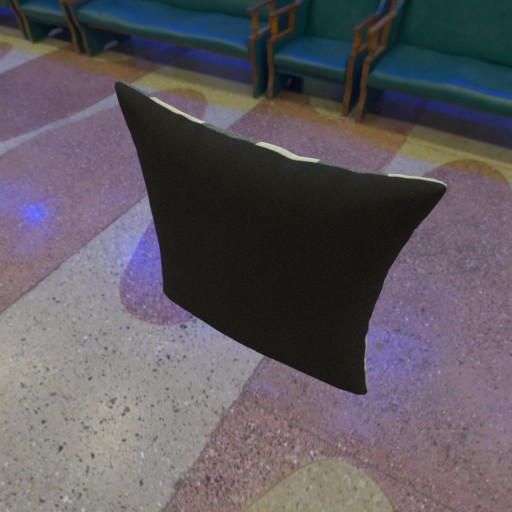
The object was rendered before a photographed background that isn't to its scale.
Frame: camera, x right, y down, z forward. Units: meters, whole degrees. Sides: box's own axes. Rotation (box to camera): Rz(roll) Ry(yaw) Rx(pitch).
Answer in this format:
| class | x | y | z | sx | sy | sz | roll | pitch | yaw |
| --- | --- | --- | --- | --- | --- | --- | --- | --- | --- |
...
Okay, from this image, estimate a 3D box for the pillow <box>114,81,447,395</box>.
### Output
| class | x | y | z | sx | sy | sz | roll | pitch | yaw |
| --- | --- | --- | --- | --- | --- | --- | --- | --- | --- |
| pillow | 0.000 | 0.000 | 0.778 | 0.511 | 0.509 | 0.161 | 24 | 51 | 21 |
